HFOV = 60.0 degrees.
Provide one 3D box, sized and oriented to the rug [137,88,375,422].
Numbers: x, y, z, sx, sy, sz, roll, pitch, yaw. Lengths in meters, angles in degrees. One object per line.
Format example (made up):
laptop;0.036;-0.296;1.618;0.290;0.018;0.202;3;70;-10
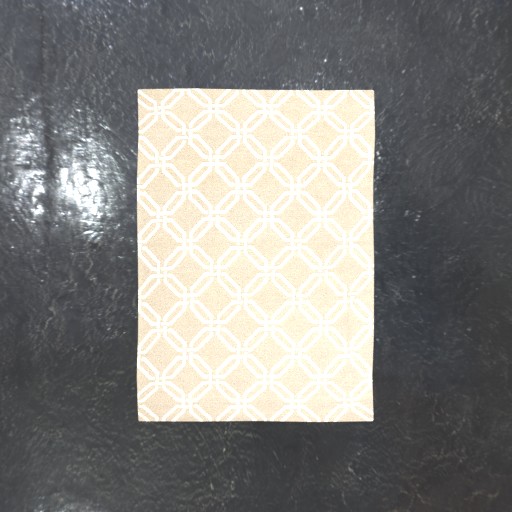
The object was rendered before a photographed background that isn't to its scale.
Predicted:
rug;0.000;0.000;2.837;1.524;0.013;2.135;0;90;-1
